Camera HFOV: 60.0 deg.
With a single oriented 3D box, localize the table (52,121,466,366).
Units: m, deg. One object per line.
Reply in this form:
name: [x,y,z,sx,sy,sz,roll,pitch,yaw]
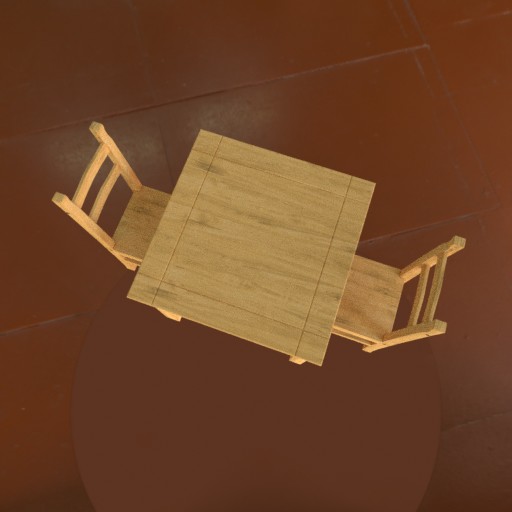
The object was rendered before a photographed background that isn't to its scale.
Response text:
table: [0.000,0.000,2.093,1.501,0.942,0.813,18,74,5]
